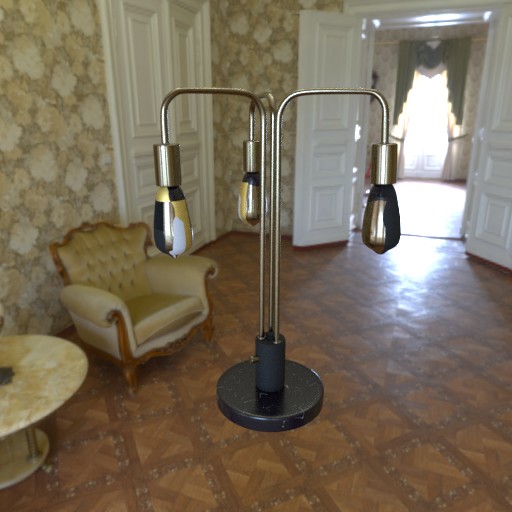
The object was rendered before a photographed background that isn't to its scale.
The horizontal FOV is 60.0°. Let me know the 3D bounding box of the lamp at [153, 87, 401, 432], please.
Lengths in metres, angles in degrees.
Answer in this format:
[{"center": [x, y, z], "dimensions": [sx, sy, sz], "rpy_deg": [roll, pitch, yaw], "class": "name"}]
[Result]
[{"center": [0.000, 0.000, 0.796], "dimensions": [0.368, 0.560, 0.355], "rpy_deg": [-8, 19, -25], "class": "lamp"}]
